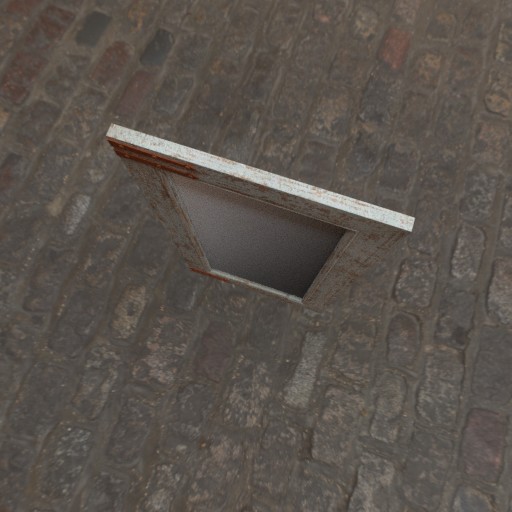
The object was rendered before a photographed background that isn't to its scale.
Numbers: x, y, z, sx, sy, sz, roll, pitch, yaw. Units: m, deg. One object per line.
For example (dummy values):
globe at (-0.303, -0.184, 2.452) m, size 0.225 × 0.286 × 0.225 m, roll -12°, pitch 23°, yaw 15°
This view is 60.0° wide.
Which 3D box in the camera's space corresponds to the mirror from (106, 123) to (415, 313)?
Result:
mirror at (0.000, 0.000, 1.095) m, size 0.472 × 0.922 × 0.027 m, roll 18°, pitch 76°, yaw 5°
